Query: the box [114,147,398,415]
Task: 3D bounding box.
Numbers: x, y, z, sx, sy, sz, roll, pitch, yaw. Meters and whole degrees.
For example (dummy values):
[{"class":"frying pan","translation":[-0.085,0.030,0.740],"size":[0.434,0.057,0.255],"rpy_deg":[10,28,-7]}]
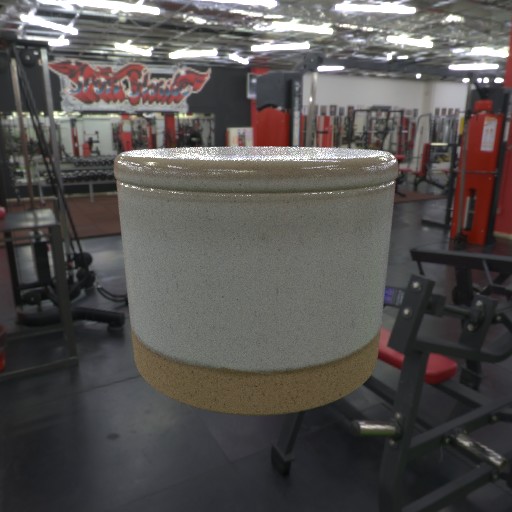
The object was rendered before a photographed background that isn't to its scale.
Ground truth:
[{"class":"box","translation":[0.000,0.000,0.266],"size":[0.154,0.123,0.154],"rpy_deg":[0,16,0]}]
